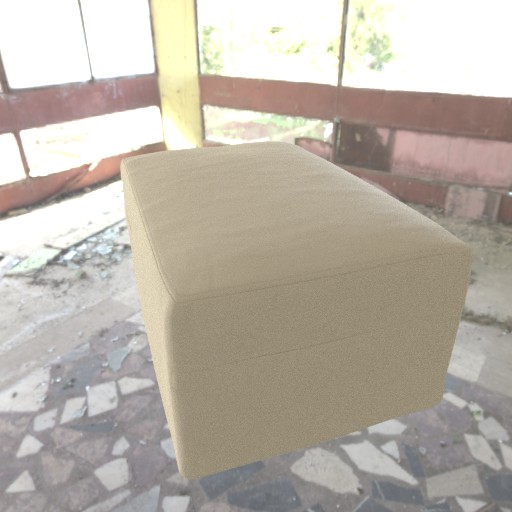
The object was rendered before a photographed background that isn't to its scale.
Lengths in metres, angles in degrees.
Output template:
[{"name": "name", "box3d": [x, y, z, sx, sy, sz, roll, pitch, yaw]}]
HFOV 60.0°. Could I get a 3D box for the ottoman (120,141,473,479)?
[{"name": "ottoman", "box3d": [0.000, 0.000, 1.137, 0.590, 0.444, 0.872, -9, 29, -17]}]
